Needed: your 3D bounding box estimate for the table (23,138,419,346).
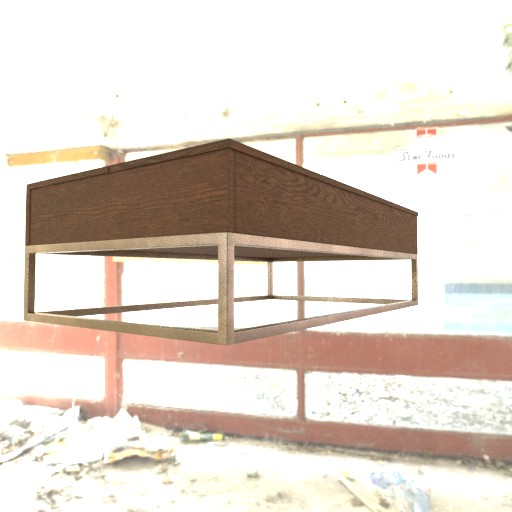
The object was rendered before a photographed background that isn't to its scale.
[{"bbox_3d":[0.000,0.000,1.451,0.719,0.361,1.167,-2,-3,36],"label":"table"}]
